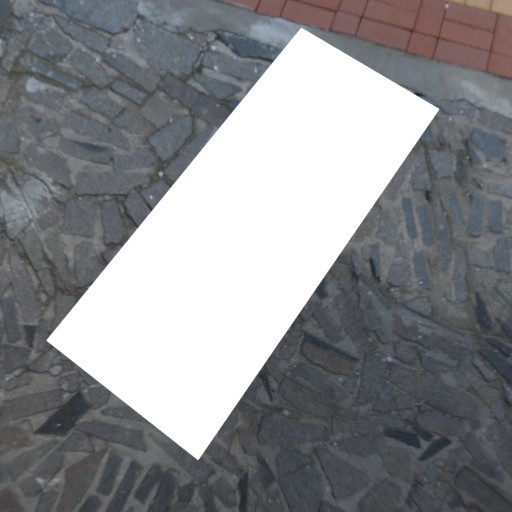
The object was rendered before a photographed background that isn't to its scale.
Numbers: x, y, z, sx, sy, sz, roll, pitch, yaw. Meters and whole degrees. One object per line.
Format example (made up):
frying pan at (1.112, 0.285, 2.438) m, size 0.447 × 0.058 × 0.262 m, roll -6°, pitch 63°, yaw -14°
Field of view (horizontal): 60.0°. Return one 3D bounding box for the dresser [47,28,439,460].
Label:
dresser at (0.000, 0.000, 1.544) m, size 0.460 × 0.820 × 1.100 m, roll 35°, pitch 78°, yaw 8°
